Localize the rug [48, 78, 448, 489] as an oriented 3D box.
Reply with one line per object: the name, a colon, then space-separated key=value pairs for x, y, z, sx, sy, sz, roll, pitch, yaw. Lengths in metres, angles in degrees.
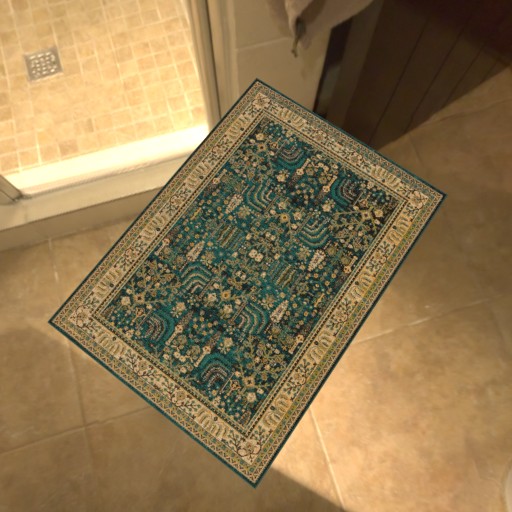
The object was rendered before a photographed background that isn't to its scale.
rug: x=0.000 y=0.000 z=2.870 sx=1.594 sy=0.013 sz=2.213 roll=35 pitch=77 yaw=10
